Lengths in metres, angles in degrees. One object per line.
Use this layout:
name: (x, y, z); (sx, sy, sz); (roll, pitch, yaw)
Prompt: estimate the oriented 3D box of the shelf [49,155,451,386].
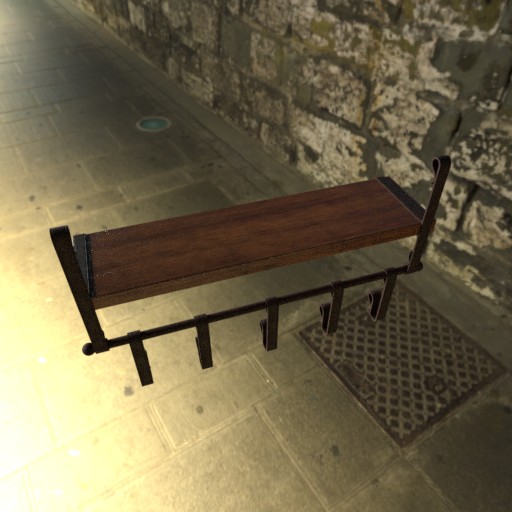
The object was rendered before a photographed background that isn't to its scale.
shelf: (0.000, 0.000, 0.714); (0.567, 0.330, 0.146); (-13, 43, -14)
